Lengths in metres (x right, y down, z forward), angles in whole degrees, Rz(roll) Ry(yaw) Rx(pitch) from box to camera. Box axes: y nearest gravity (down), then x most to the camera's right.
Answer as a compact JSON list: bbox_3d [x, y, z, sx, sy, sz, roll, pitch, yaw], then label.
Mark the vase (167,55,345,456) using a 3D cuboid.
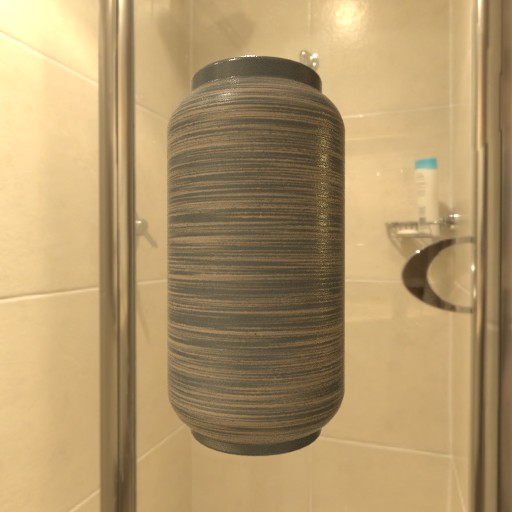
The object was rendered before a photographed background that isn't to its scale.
[{"bbox_3d":[0.000,0.000,0.296,0.116,0.230,0.116,0,0,0],"label":"vase"}]
